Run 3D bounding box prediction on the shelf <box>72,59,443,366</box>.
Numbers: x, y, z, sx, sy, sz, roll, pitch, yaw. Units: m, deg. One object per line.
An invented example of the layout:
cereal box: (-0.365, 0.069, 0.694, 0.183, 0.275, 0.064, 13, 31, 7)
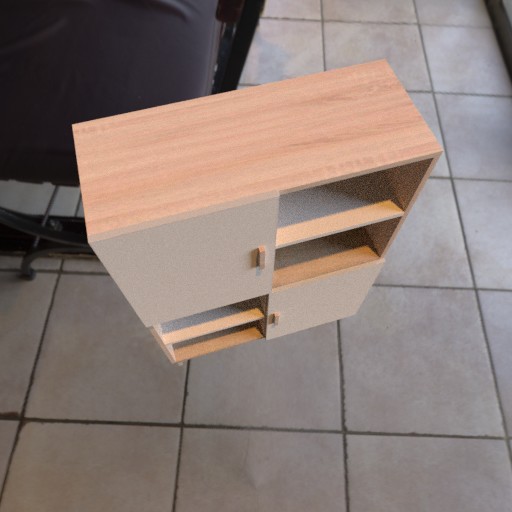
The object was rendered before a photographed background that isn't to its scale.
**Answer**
shelf: (0.000, 0.000, 1.885, 0.995, 1.405, 0.434, -15, 63, -8)
